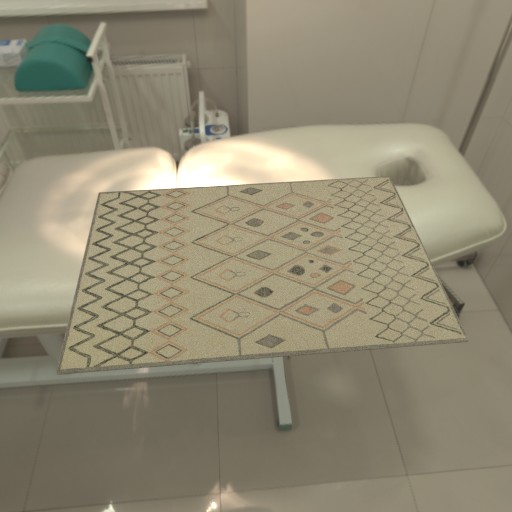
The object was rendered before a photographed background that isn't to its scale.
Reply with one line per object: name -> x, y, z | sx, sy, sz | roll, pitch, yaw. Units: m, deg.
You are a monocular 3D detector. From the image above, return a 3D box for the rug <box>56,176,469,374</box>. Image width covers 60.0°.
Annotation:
rug -> 0.000, 0.000, 2.364 | 1.829, 0.016, 1.219 | -4, 48, -3
